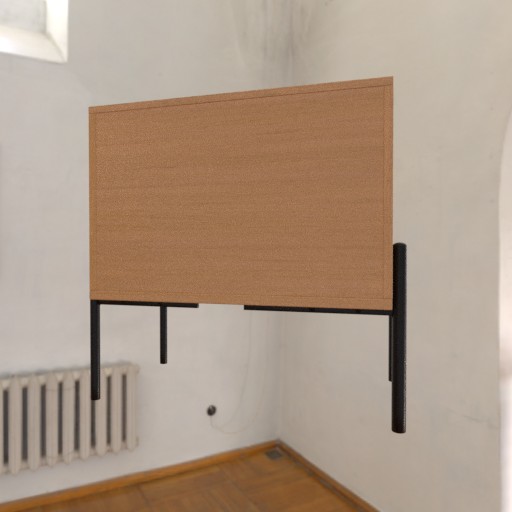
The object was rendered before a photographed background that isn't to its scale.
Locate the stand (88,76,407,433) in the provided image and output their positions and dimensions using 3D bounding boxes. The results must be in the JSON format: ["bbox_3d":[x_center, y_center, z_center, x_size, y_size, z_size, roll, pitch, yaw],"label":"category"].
[{"bbox_3d":[0.000,0.000,1.003,0.630,0.600,0.400,0,1,16],"label":"stand"}]
